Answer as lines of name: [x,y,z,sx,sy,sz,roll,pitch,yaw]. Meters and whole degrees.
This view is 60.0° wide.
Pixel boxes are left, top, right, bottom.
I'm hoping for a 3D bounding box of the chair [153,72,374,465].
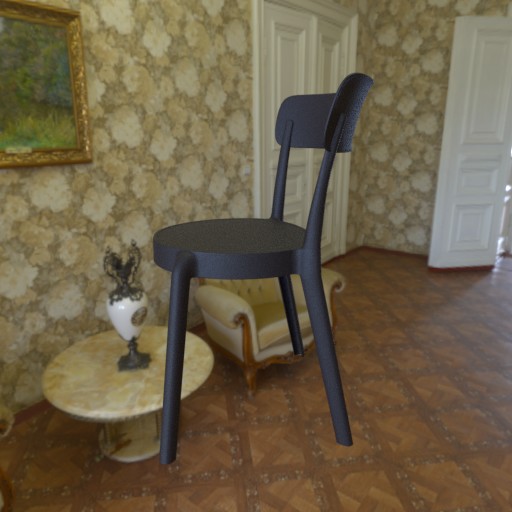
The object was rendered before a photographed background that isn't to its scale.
chair: [0.000,0.000,1.093,0.491,0.790,0.506,-2,15,-8]
